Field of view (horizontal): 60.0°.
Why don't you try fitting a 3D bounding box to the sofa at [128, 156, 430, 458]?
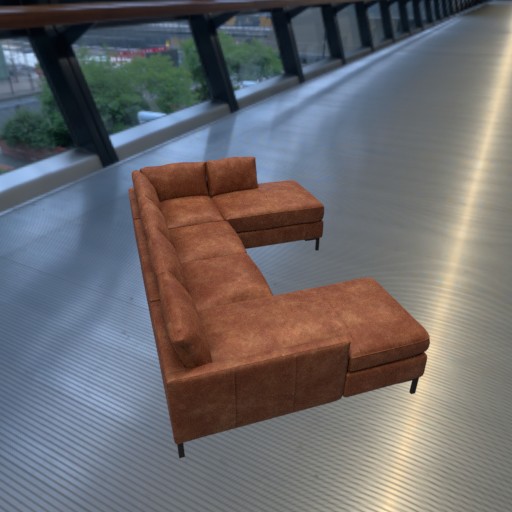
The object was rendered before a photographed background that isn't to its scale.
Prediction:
[{"bbox_3d":[0.000,0.000,3.872,1.939,0.900,2.956,-9,31,-15],"label":"sofa"}]
